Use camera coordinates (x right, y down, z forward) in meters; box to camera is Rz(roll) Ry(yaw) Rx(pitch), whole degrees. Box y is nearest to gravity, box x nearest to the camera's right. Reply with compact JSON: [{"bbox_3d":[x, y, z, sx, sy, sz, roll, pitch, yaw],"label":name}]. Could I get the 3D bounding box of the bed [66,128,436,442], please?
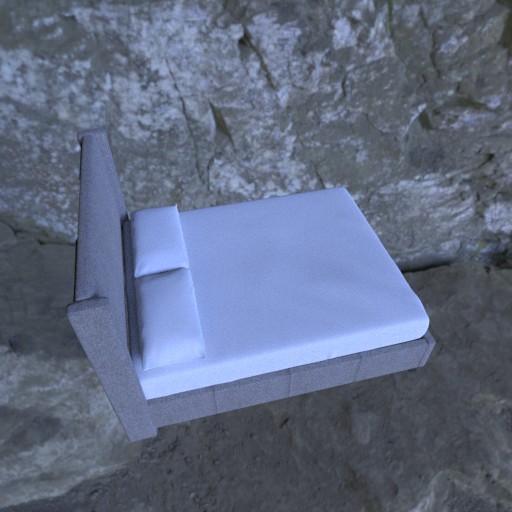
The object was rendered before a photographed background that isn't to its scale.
[{"bbox_3d":[0.000,0.000,3.333,2.245,1.476,1.714,-10,46,-10],"label":"bed"}]
